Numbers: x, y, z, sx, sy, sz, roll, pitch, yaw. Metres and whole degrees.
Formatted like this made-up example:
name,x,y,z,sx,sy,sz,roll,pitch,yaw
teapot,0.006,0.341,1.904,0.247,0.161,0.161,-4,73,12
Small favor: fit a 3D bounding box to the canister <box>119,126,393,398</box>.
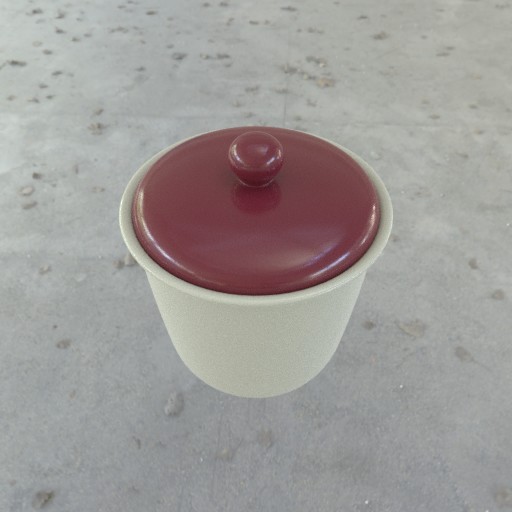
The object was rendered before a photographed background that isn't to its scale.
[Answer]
name,x,y,z,sx,sy,sz,roll,pitch,yaw
canister,0.000,0.000,0.343,0.182,0.208,0.182,0,47,0
